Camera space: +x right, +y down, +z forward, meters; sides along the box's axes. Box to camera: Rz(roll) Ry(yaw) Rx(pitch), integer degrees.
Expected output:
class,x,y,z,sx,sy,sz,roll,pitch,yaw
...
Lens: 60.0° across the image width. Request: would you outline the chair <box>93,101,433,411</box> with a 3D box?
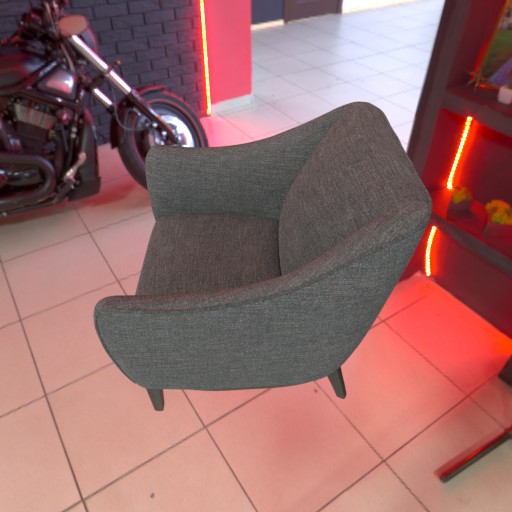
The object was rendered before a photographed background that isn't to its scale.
class,x,y,z,sx,sy,sz,roll,pitch,yaw
chair,0.000,0.000,1.523,0.851,0.829,0.870,-1,41,-1
